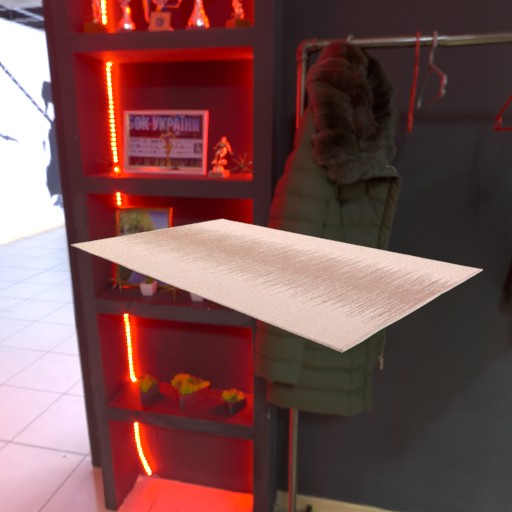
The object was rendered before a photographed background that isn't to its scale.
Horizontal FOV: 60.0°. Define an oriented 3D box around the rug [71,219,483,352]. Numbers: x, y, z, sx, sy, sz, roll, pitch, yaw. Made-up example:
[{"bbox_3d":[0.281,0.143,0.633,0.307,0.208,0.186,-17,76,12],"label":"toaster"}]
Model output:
[{"bbox_3d":[0.000,0.000,3.041,2.440,0.012,1.522,15,21,43],"label":"rug"}]
